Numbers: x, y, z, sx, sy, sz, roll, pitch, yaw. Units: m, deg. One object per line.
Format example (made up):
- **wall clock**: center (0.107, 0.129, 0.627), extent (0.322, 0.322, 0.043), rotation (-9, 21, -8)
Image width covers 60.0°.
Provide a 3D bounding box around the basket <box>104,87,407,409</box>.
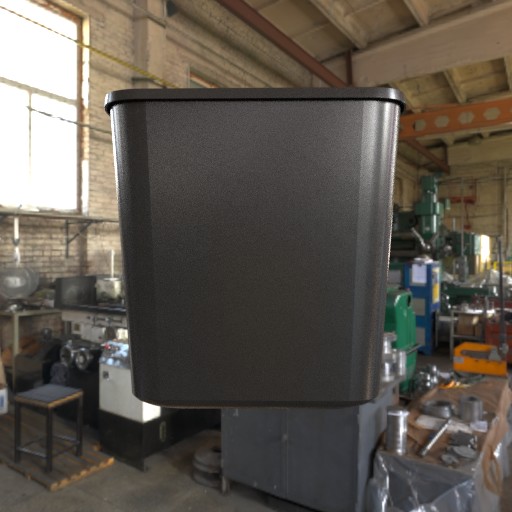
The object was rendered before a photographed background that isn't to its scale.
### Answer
- **basket**: center (0.000, 0.000, 0.509), extent (0.300, 0.307, 0.211), rotation (0, 0, 1)
